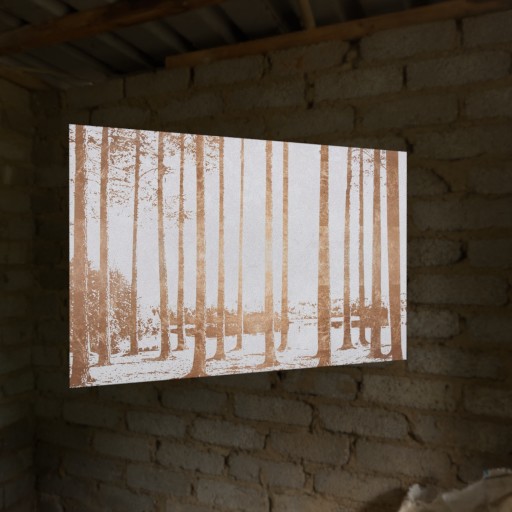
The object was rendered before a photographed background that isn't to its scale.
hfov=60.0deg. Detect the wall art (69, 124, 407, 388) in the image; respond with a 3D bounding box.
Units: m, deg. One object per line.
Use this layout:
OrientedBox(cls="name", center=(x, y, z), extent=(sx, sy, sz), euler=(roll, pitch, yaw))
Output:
OrientedBox(cls="wall art", center=(0.000, 0.000, 1.177), extent=(0.914, 0.609, 0.035), euler=(0, 0, -18))
